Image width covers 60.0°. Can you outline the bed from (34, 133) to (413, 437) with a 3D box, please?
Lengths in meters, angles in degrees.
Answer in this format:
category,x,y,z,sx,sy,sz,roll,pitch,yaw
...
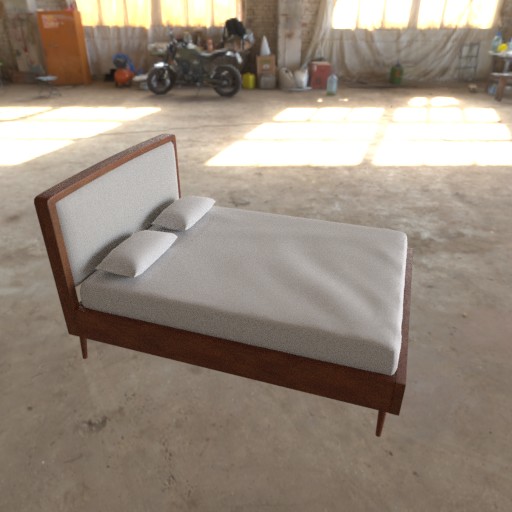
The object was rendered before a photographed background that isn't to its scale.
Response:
category,x,y,z,sx,sy,sz,roll,pitch,yaw
bed,0.000,0.000,3.216,2.196,1.275,1.587,9,31,16
